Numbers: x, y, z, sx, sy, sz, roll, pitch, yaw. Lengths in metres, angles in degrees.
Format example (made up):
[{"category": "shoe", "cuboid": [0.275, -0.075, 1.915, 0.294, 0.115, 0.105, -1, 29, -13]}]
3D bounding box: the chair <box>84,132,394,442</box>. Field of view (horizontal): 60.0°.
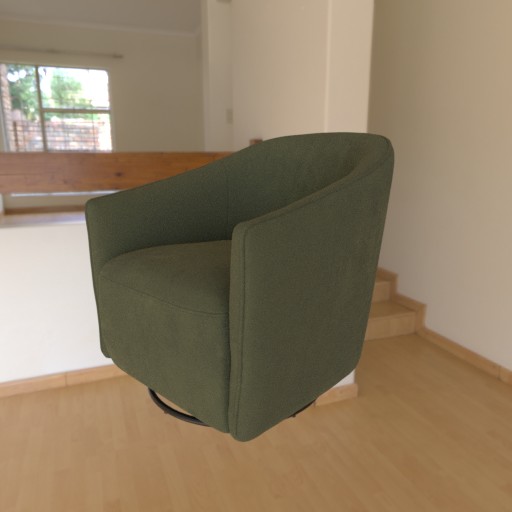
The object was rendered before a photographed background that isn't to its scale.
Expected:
[{"category": "chair", "cuboid": [0.000, 0.000, 1.443, 0.747, 0.799, 0.875, 12, 18, 42]}]
